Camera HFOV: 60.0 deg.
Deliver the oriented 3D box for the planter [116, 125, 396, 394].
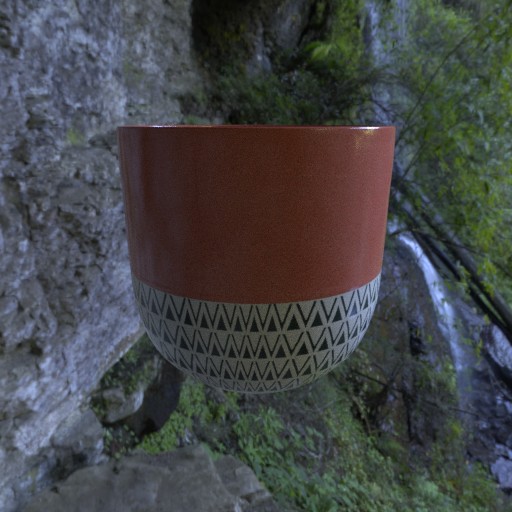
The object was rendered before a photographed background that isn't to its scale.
[{"bbox_3d":[0.000,0.000,0.478,0.266,0.270,0.266,0,17,0],"label":"planter"}]
